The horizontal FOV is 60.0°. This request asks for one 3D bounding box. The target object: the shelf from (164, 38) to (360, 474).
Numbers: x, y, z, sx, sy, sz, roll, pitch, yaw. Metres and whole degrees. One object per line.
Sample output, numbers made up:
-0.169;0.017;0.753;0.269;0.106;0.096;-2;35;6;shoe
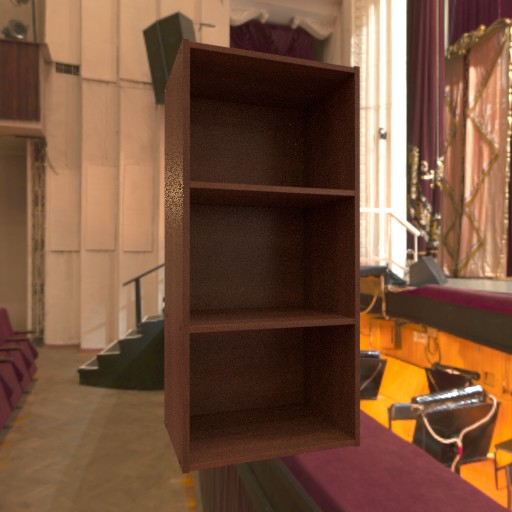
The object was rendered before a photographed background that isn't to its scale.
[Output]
0.000;0.000;1.098;0.414;0.879;0.290;0;0;-19;shelf
